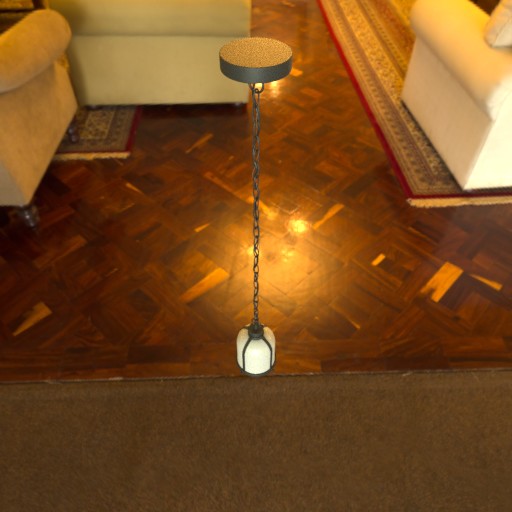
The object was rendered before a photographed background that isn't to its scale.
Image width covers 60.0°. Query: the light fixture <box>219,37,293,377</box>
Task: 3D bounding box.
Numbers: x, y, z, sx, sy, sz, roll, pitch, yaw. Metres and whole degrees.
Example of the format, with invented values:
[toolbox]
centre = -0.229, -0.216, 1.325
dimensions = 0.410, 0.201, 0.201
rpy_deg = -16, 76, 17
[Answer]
[light fixture]
centre = 0.000, 0.000, 1.306
dimensions = 0.178, 1.181, 0.178
rpy_deg = 30, 54, 25
